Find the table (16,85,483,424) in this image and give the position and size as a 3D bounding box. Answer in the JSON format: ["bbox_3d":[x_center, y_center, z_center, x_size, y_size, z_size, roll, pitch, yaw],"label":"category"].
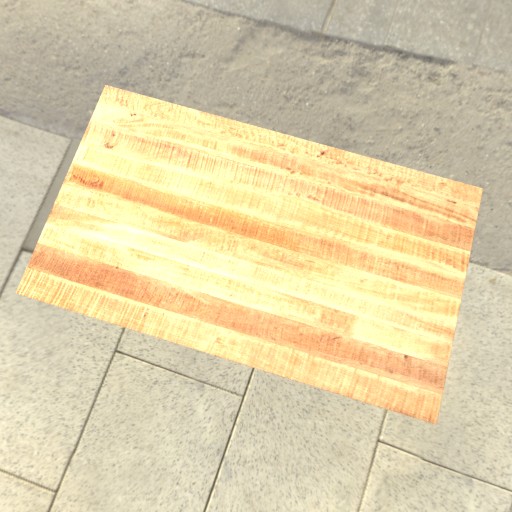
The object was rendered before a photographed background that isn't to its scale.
[{"bbox_3d":[0.000,0.000,1.628,1.320,0.455,0.760,16,77,4],"label":"table"}]
